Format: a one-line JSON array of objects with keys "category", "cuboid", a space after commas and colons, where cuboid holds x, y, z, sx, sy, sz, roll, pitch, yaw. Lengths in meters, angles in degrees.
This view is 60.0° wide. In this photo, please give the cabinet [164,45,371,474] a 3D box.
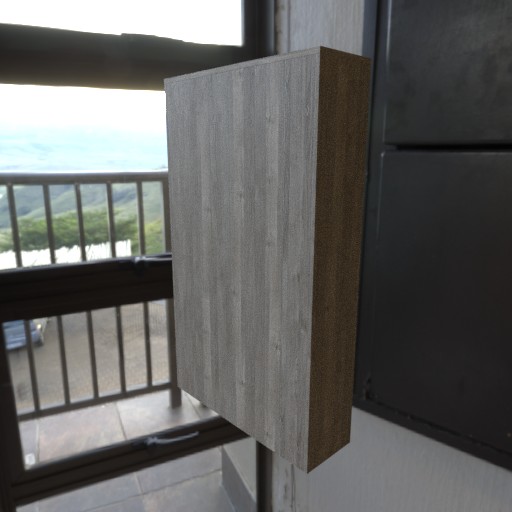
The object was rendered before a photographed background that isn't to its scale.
[{"category": "cabinet", "cuboid": [0.000, 0.000, 1.635, 0.250, 1.280, 0.750, -12, 18, -42]}]
